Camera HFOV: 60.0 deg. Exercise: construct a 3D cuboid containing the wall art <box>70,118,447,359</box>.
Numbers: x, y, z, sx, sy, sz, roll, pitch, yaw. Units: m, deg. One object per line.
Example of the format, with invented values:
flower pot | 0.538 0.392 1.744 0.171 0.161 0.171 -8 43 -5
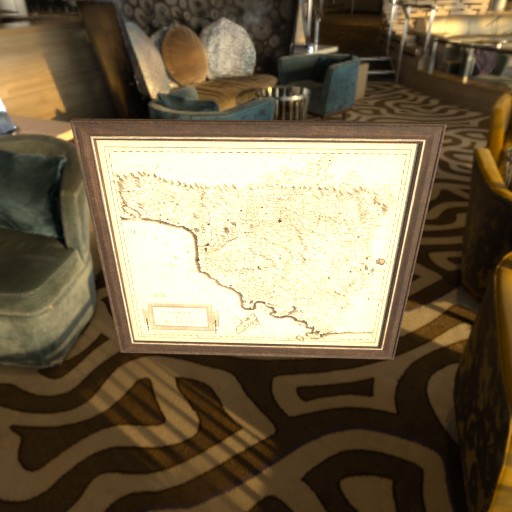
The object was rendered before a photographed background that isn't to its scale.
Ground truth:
wall art | 0.000 0.000 1.454 1.033 0.875 0.023 1 32 2
